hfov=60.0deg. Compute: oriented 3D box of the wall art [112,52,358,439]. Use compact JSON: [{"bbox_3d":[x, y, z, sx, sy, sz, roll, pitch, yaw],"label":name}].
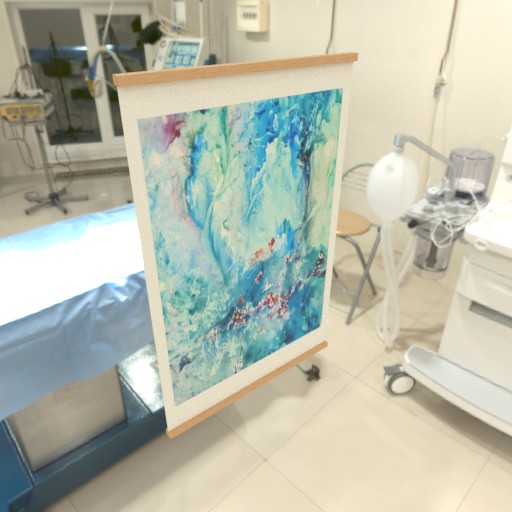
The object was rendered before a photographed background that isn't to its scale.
[{"bbox_3d":[0.000,0.000,0.632,0.335,0.510,0.013,-21,36,-32],"label":"wall art"}]
